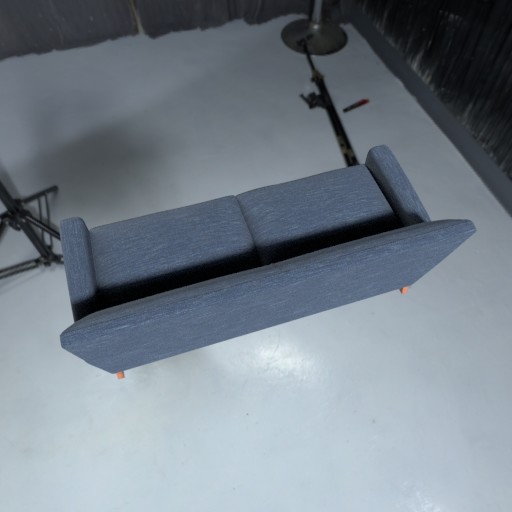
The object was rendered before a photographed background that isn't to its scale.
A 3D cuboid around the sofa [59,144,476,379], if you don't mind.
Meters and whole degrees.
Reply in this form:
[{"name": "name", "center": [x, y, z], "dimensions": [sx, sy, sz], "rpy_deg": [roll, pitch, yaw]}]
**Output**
[{"name": "sofa", "center": [0.000, 0.000, 2.484], "dimensions": [1.976, 0.846, 0.875], "rpy_deg": [-15, 58, -10]}]
